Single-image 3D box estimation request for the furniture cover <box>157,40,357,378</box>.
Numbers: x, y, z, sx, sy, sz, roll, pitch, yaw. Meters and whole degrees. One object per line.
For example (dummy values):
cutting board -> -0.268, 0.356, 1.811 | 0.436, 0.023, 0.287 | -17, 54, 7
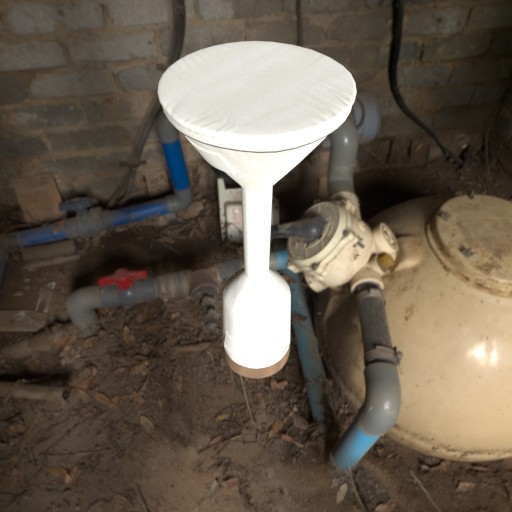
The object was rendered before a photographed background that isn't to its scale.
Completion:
furniture cover -> 0.000, 0.000, 2.943 | 0.914, 2.413, 0.914 | 32, 55, 25
